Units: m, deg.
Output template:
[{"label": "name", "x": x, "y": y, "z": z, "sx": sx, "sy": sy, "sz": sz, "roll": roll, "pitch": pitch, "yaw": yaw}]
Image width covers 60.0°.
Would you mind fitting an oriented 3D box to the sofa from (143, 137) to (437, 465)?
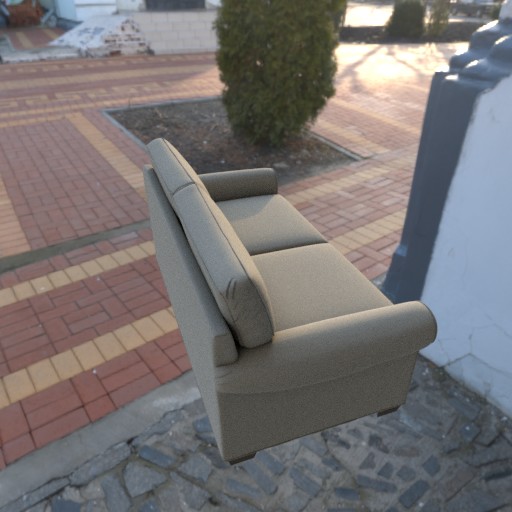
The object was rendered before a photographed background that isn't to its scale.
[{"label": "sofa", "x": 0.000, "y": 0.000, "z": 2.442, "sx": 0.940, "sy": 0.952, "sz": 1.930, "roll": -11, "pitch": 33, "yaw": -17}]
